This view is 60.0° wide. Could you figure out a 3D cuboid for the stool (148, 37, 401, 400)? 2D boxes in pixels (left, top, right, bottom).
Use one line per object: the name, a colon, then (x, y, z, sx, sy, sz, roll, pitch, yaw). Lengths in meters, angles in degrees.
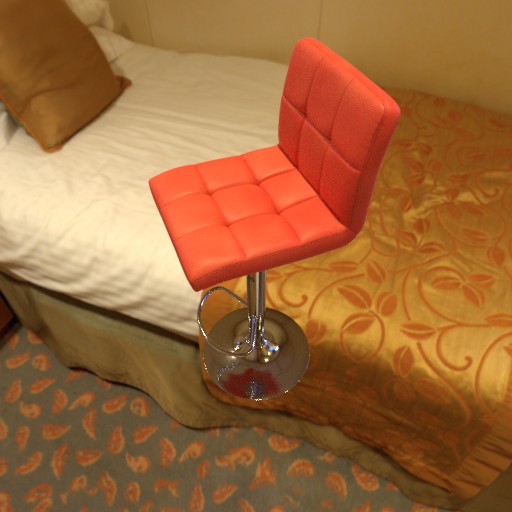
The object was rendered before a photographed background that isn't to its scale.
stool: (0.000, 0.000, 1.371, 0.505, 1.115, 0.430, -17, 49, -15)
